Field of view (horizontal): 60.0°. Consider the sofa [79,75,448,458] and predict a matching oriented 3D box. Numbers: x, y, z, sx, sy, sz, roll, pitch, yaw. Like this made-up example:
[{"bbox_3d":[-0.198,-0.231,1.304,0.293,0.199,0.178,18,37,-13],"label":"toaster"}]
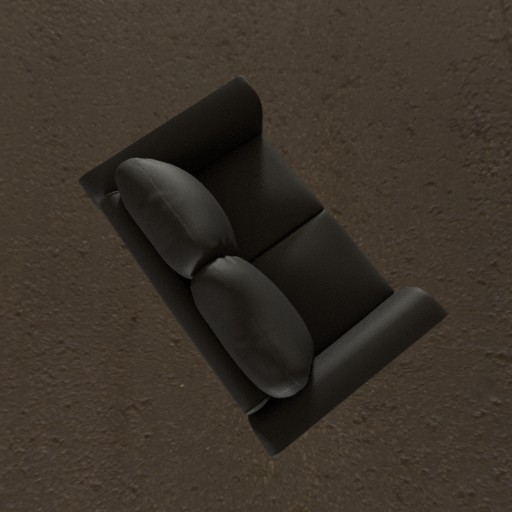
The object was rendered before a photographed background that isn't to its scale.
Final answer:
[{"bbox_3d":[0.000,0.000,2.008,0.887,0.845,1.386,-36,78,-9],"label":"sofa"}]
